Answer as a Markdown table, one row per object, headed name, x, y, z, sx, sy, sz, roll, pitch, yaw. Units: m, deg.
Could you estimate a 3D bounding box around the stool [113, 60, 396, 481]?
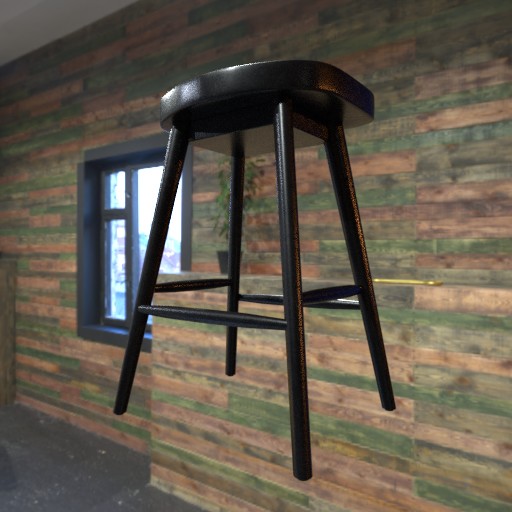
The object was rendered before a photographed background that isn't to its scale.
| name | x | y | z | sx | sy | sz | roll | pitch | yaw |
| --- | --- | --- | --- | --- | --- | --- | --- | --- | --- |
| stool | 0.000 | 0.000 | 0.872 | 0.440 | 0.615 | 0.361 | 0 | 1 | 37 |
